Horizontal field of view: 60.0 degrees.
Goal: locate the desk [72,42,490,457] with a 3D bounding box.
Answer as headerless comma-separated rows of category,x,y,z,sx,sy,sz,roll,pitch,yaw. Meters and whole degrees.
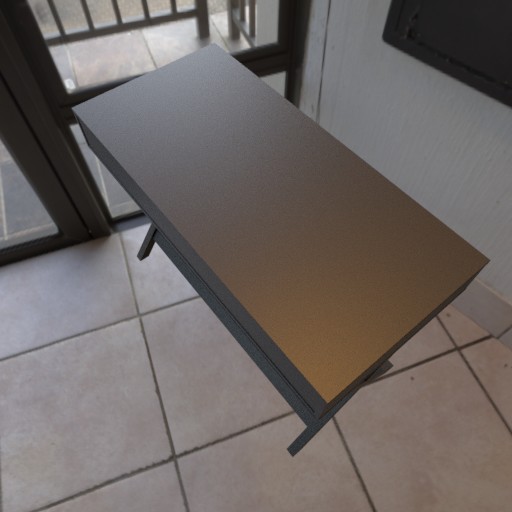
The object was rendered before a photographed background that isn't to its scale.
desk,0.000,0.000,1.461,0.504,0.780,1.057,-34,64,-19
